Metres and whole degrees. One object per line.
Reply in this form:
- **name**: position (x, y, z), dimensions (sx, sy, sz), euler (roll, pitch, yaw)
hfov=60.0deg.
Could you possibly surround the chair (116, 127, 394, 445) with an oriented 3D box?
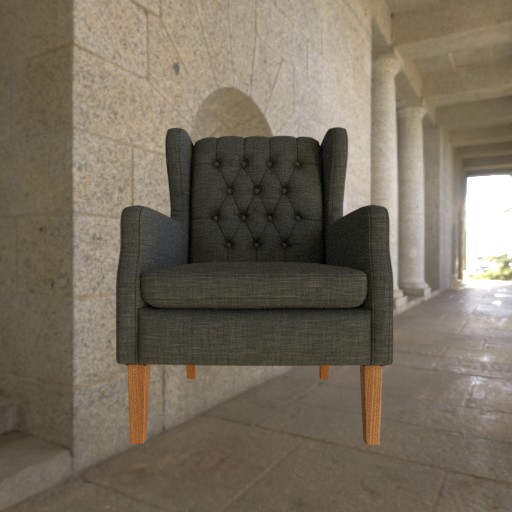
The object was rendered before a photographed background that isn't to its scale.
- **chair**: position (0.000, 0.000, 1.456), dimensions (0.711, 0.953, 0.775), euler (0, 0, 1)
